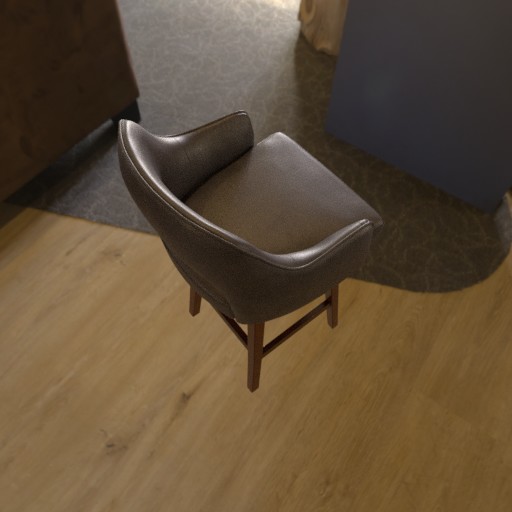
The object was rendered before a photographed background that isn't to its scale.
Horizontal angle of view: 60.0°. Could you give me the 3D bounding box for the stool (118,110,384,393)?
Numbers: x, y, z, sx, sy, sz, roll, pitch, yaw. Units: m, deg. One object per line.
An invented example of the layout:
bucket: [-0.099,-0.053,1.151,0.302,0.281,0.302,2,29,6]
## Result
stool: [0.000,0.000,1.368,0.560,1.041,0.550,-34,64,-19]
